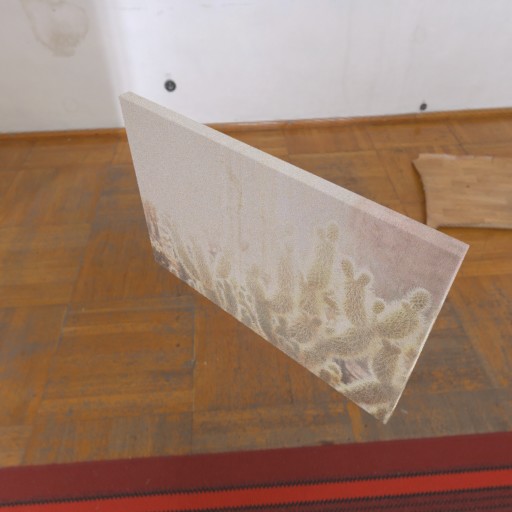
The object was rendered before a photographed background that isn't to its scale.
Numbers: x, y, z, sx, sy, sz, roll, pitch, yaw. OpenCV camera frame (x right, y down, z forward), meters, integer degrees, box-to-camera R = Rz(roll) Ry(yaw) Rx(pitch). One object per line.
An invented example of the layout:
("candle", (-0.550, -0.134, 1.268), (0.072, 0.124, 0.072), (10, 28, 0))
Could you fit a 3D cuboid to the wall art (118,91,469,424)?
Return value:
("wall art", (0.000, 0.000, 1.159), (0.916, 0.608, 0.040), (31, 52, 28))
